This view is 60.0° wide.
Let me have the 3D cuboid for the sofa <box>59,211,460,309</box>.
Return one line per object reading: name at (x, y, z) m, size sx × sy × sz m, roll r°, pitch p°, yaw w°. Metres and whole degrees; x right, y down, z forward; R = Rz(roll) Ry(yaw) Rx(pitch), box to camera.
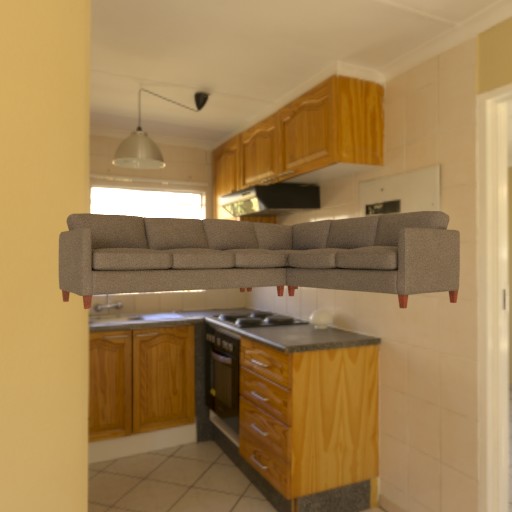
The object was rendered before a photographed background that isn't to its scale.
sofa at (0.000, 0.000, 4.543) m, size 3.302 × 0.947 × 2.593 m, roll 0°, pitch 0°, yaw -36°
